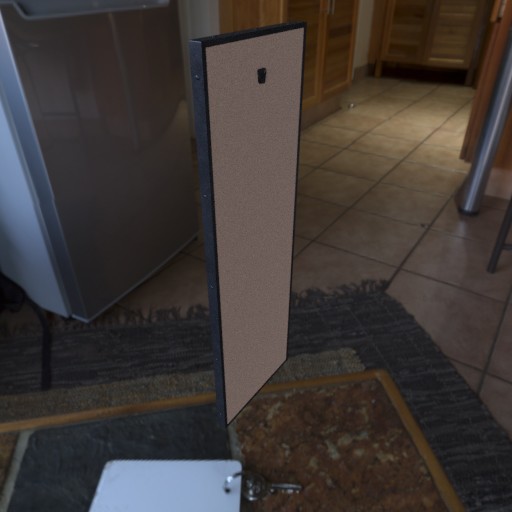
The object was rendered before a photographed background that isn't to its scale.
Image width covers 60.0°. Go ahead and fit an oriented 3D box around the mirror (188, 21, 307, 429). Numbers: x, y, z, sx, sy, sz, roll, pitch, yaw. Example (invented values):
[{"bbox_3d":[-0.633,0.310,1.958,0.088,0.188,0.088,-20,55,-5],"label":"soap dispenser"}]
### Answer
[{"bbox_3d":[0.000,0.000,1.173,0.042,1.080,0.354,22,40,29],"label":"mirror"}]
